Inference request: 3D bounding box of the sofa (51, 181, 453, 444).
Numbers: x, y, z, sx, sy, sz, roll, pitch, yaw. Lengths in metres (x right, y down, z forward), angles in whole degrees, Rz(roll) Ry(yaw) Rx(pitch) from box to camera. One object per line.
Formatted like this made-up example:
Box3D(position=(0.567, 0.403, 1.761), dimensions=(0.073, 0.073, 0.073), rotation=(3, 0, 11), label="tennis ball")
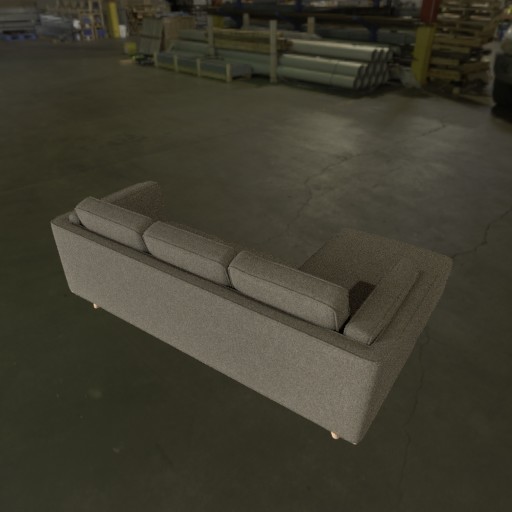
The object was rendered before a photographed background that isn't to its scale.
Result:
Box3D(position=(0.000, 0.000, 3.151), dimensions=(2.411, 0.929, 1.604), rotation=(20, 37, 29), label="sofa")
